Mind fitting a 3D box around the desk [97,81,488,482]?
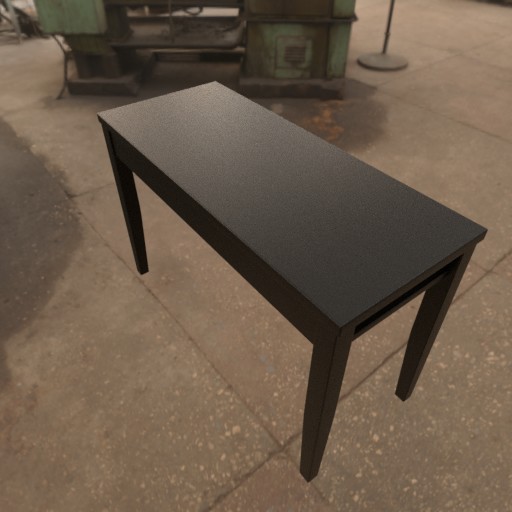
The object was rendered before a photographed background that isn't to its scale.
[{"bbox_3d":[0.000,0.000,1.591,0.508,0.775,1.220,-27,48,-27],"label":"desk"}]
